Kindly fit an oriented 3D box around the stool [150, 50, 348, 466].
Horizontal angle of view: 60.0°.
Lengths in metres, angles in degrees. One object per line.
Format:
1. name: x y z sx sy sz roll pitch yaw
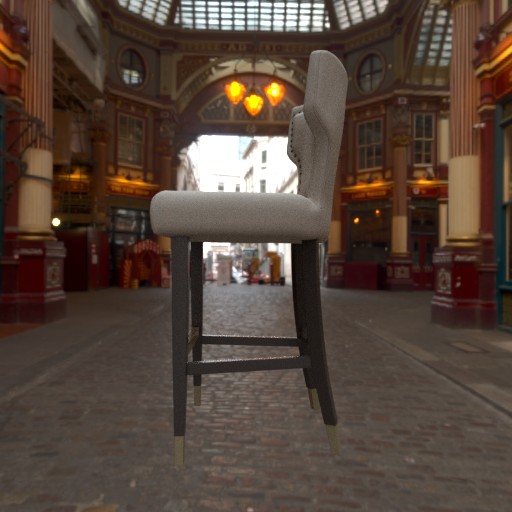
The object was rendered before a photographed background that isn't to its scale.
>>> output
1. stool: 0.000 0.000 1.396 0.563 1.092 0.526 0 0 -2
